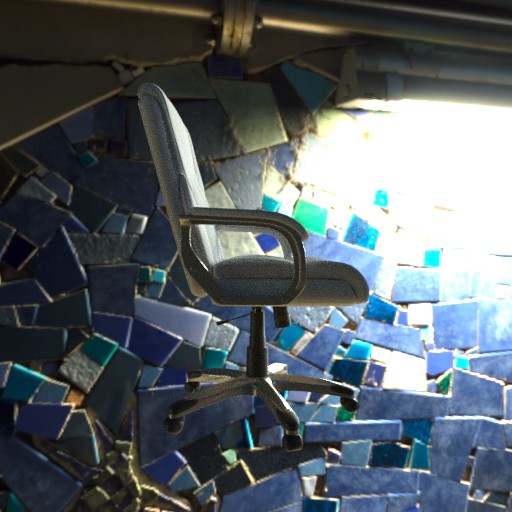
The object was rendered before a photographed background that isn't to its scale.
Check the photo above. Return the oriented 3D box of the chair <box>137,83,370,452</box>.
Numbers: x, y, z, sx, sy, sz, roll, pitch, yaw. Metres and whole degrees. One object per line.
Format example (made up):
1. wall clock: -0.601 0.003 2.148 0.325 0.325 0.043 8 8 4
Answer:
1. chair: 0.000 0.000 1.595 0.738 1.120 0.687 0 1 1
